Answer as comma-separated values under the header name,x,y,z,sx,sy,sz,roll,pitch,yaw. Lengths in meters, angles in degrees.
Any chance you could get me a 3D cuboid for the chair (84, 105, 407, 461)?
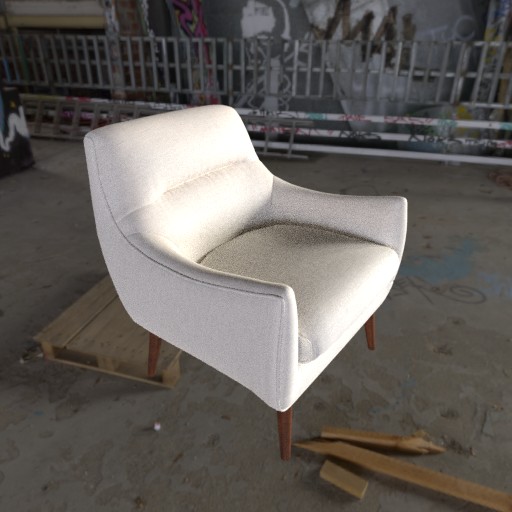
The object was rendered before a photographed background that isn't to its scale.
name,x,y,z,sx,sy,sz,roll,pitch,yaw
chair,0.000,0.000,1.439,0.787,0.838,0.762,19,33,32
